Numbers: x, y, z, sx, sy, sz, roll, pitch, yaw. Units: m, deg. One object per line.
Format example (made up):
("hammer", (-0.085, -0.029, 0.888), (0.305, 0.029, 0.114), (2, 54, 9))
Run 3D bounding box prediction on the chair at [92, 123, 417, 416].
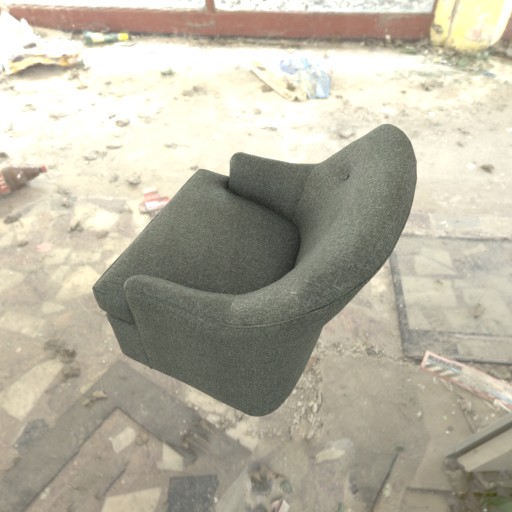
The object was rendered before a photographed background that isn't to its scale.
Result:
("chair", (0.000, 0.000, 1.614), (0.923, 0.856, 0.864), (18, 50, 16))
